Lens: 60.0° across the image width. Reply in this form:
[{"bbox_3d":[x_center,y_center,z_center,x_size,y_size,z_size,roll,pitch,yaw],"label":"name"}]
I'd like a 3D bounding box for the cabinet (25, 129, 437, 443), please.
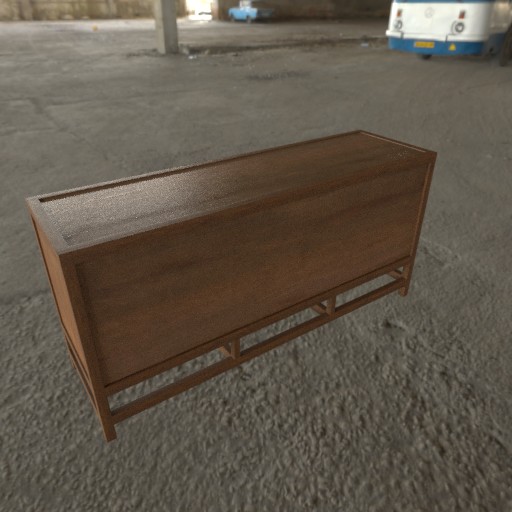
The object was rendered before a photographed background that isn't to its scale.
[{"bbox_3d":[0.000,0.000,2.063,1.708,0.820,0.522,-19,35,-29],"label":"cabinet"}]
